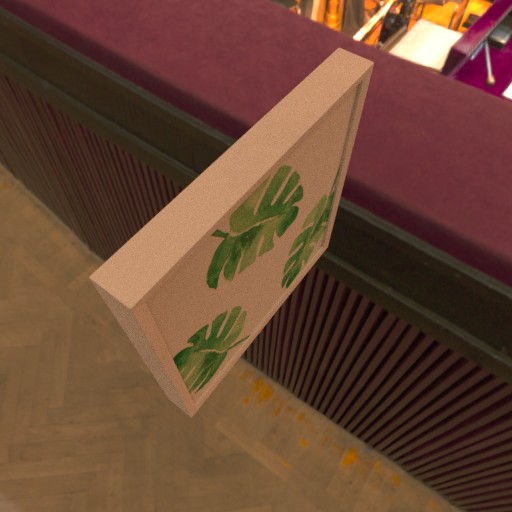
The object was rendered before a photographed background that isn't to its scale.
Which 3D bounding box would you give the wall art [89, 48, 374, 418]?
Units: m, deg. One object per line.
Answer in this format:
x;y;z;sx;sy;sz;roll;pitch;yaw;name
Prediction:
0.000;0.000;0.470;0.038;0.305;0.305;33;64;19;wall art
